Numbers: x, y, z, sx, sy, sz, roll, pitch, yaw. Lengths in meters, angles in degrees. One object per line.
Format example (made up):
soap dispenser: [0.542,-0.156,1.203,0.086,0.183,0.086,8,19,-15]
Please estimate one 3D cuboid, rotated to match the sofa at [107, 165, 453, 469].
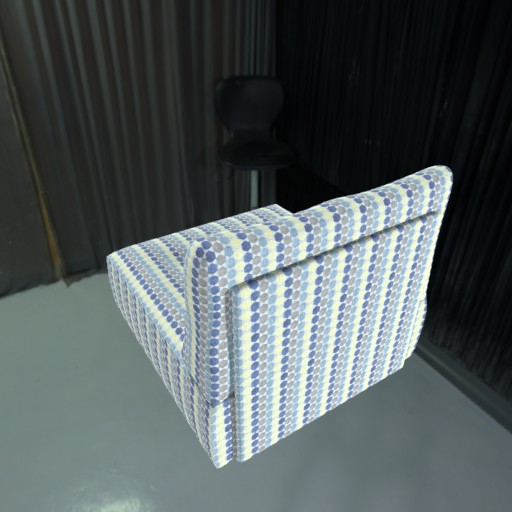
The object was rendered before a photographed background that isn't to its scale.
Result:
sofa: [0.000,0.000,1.726,0.930,0.830,1.000,-19,37,-27]
